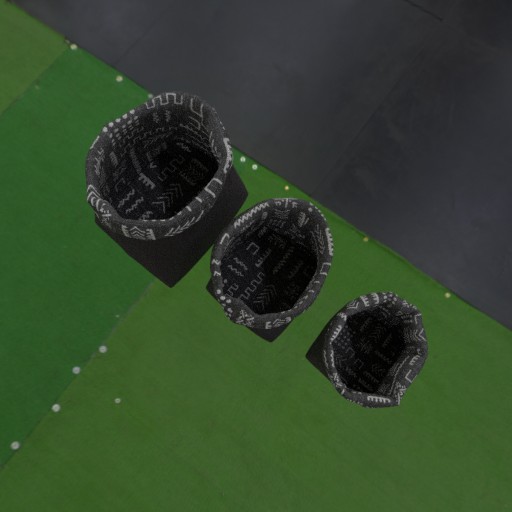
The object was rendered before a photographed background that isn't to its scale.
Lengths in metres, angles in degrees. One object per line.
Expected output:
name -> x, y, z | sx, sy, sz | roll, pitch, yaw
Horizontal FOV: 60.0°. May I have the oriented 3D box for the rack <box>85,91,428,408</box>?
rack -> 0.000, 0.000, 1.077 | 0.905, 0.323, 0.379 | 38, 78, 9
